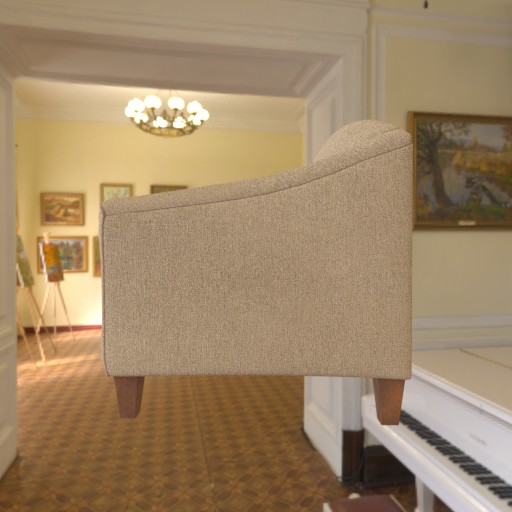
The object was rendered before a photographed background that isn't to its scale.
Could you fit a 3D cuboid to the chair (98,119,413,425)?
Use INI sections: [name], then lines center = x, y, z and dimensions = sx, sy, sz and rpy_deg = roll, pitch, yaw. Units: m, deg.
[chair]
center = 0.000, 0.000, 1.449
dimensions = 0.787, 0.839, 0.763
rpy_deg = 0, 1, 2
